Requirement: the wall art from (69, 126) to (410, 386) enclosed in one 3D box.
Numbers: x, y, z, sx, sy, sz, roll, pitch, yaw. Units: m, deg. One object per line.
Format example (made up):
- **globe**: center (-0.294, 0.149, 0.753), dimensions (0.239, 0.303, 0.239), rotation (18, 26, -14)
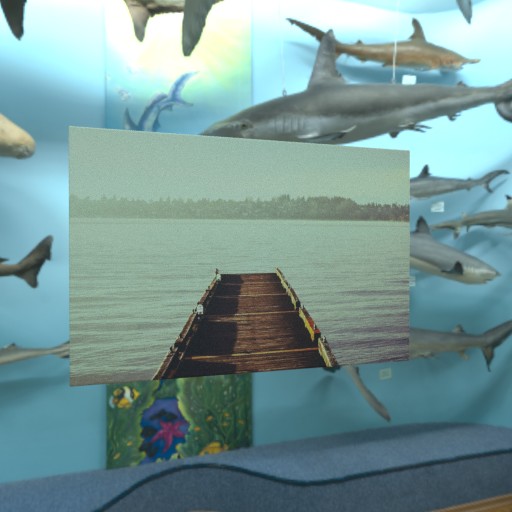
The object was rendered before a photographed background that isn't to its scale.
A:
- **wall art**: center (0.000, 0.000, 1.473), dimensions (1.149, 0.765, 0.040), rotation (0, 1, -16)
